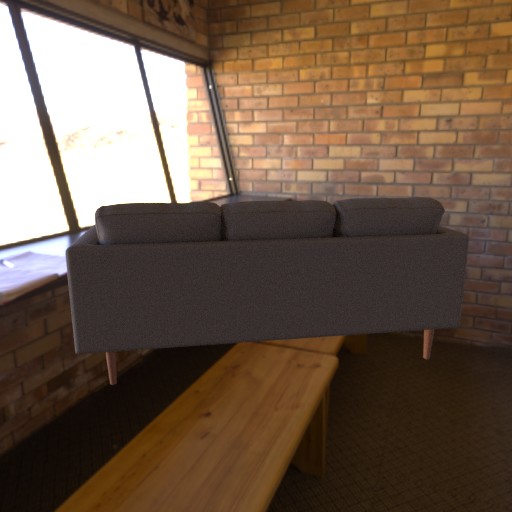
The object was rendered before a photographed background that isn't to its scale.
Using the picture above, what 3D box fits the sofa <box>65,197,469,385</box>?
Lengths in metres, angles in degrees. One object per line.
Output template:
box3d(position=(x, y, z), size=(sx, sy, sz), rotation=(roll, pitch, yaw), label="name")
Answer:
box3d(position=(0.000, 0.000, 2.977), size=(2.031, 0.897, 1.591), rotation=(-2, 14, -9), label="sofa")
